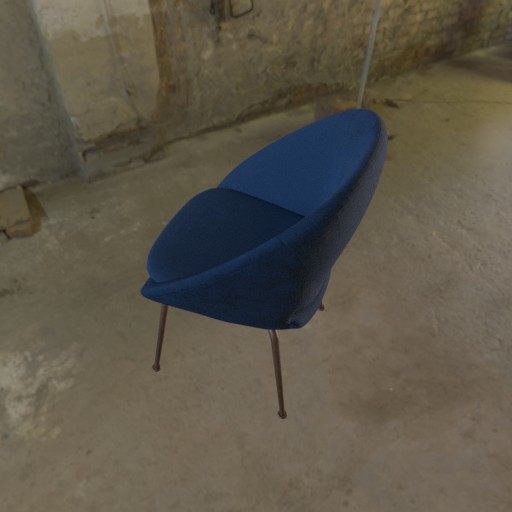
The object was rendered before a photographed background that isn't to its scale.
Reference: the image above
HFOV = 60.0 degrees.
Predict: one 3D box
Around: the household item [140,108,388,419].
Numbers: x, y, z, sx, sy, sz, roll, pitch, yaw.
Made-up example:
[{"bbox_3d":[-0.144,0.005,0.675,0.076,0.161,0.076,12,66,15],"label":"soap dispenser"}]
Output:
[{"bbox_3d":[0.000,0.000,1.270,0.573,0.852,0.623,16,48,15],"label":"household item"}]
